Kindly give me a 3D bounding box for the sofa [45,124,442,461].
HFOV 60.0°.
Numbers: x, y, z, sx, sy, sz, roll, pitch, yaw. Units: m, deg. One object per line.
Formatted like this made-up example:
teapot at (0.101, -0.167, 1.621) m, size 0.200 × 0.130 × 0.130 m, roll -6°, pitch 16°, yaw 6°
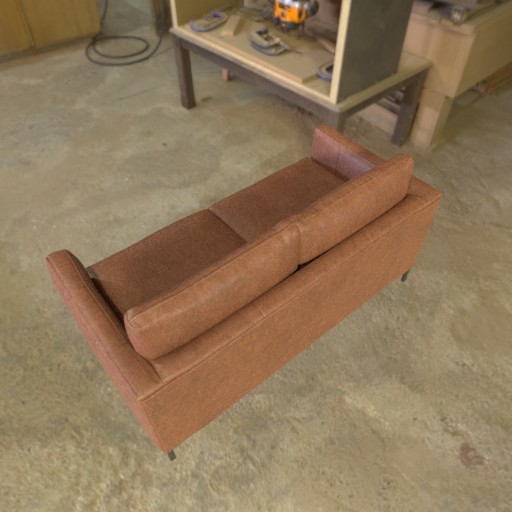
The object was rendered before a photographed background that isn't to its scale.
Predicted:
sofa at (0.000, 0.000, 2.290) m, size 1.797 × 0.883 × 0.899 m, roll -31°, pitch 55°, yaw -25°
